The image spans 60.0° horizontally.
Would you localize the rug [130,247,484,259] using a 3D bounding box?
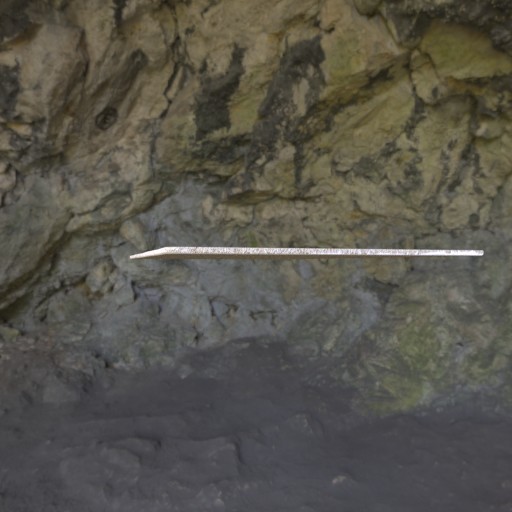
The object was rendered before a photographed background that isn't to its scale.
[{"bbox_3d":[0.000,0.000,2.962,1.500,0.026,2.349,0,-1,-19],"label":"rug"}]
